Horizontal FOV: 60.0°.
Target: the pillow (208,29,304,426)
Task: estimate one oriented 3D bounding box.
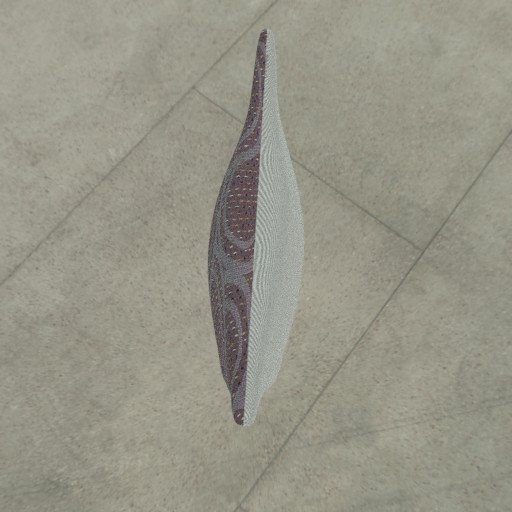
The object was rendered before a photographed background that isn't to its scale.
[{"bbox_3d":[0.000,0.000,0.781,0.163,0.513,0.514,3,75,1],"label":"pillow"}]
